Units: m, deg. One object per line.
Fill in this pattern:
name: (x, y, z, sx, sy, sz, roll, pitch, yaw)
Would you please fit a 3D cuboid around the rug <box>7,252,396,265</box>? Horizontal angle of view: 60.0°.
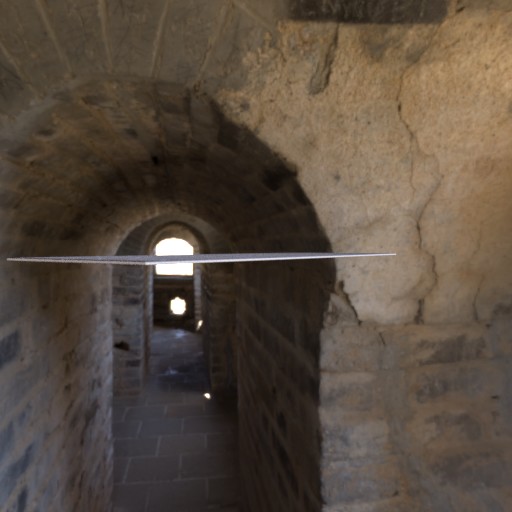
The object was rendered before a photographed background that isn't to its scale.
rug: (0.000, 0.000, 2.579, 0.864, 0.012, 2.388, 1, 1, 35)
